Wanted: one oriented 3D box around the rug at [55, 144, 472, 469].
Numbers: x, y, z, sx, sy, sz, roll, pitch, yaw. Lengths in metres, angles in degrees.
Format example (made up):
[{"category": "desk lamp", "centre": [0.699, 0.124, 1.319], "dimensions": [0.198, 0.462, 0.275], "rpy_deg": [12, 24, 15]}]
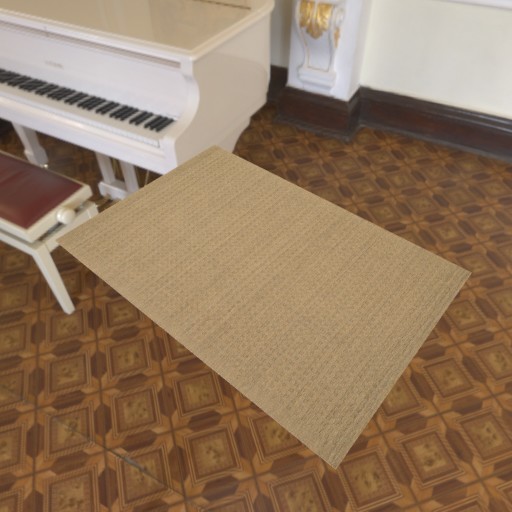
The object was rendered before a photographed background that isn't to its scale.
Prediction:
[{"category": "rug", "centre": [0.000, 0.000, 3.713], "dimensions": [2.895, 0.006, 1.981], "rpy_deg": [32, 54, 27]}]
